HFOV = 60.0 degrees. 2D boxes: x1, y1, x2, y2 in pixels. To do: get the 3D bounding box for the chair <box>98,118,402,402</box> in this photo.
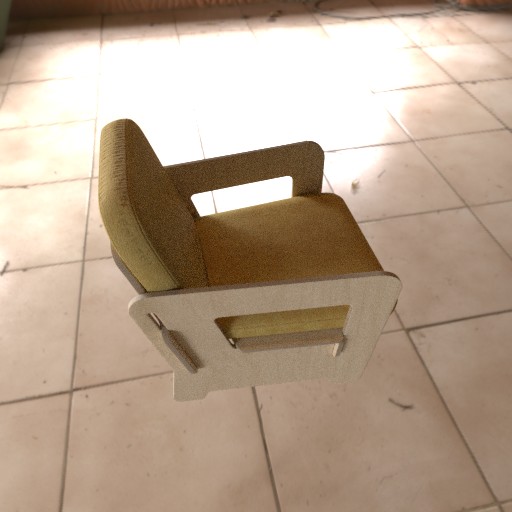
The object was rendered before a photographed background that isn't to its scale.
[{"bbox_3d":[0.000,0.000,1.303,0.710,0.800,0.590,-9,47,-9],"label":"chair"}]
